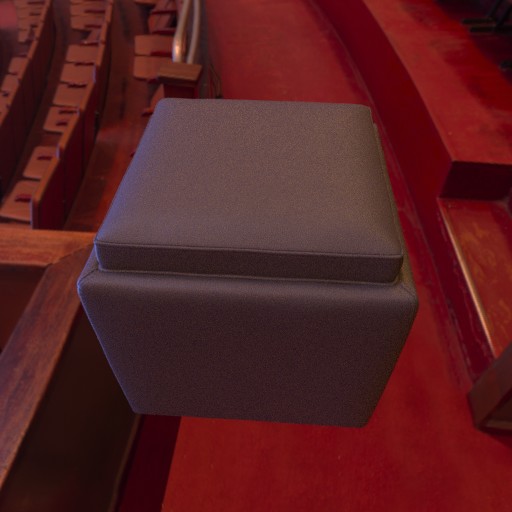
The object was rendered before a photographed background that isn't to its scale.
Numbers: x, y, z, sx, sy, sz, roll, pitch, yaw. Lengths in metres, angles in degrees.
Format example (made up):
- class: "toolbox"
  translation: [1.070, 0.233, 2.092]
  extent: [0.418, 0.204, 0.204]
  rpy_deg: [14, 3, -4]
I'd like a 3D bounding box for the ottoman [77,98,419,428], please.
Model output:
- class: "ottoman"
  translation: [0.000, 0.000, 0.813]
  extent: [0.451, 0.460, 0.450]
  rpy_deg: [3, 46, 3]
